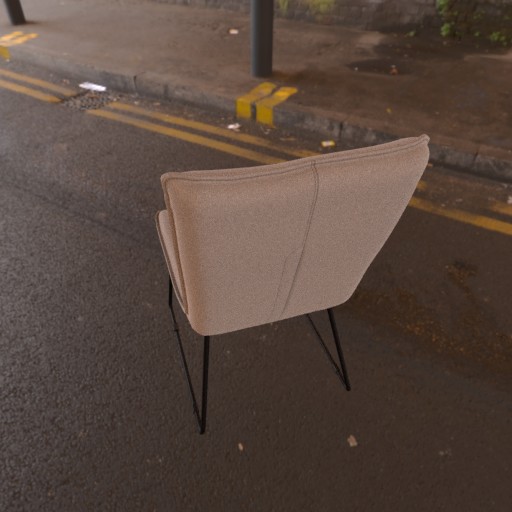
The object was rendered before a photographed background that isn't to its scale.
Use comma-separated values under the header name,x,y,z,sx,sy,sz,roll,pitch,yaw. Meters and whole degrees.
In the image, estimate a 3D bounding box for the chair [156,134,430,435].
name,x,y,z,sx,sy,sz,roll,pitch,yaw
chair,0.000,0.000,1.278,0.515,0.930,0.688,-12,41,-14
